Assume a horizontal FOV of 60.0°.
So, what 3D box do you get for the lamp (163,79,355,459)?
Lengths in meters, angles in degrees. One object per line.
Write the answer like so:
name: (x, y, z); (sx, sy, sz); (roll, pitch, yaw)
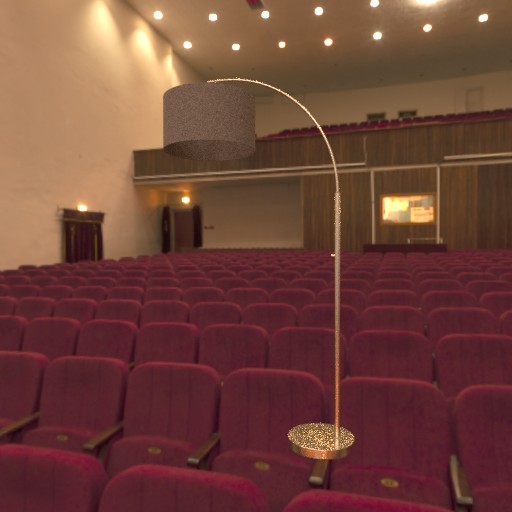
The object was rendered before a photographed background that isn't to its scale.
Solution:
lamp: (0.000, 0.000, 2.132); (0.934, 1.735, 0.452); (0, 0, 18)
